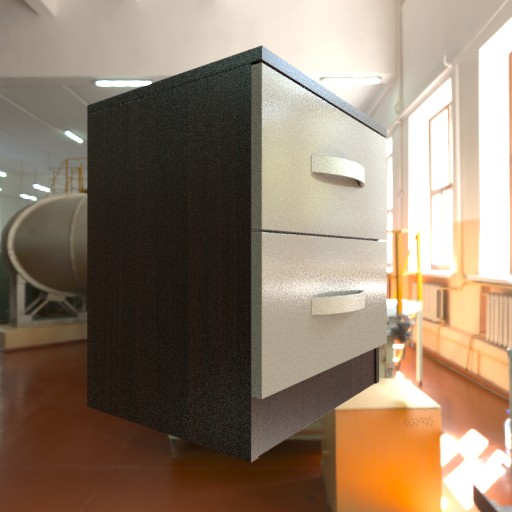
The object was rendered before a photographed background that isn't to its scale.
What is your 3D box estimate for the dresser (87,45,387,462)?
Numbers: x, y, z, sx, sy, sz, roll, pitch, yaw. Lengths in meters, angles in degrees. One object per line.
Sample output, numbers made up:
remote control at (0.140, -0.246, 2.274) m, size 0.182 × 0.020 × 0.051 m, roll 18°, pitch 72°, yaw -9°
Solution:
dresser at (0.000, 0.000, 0.747) m, size 0.360 × 0.470 × 0.400 m, roll 0°, pitch 0°, yaw 36°
